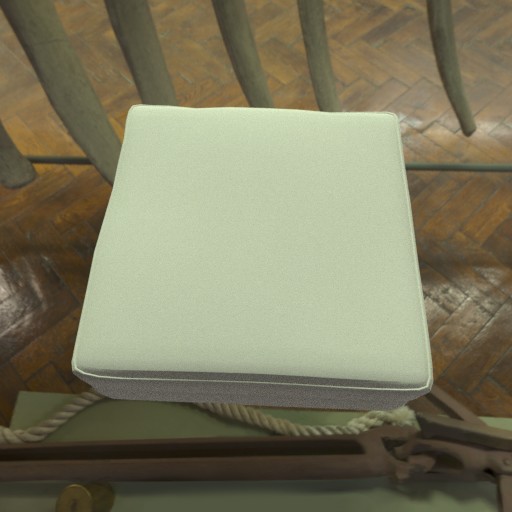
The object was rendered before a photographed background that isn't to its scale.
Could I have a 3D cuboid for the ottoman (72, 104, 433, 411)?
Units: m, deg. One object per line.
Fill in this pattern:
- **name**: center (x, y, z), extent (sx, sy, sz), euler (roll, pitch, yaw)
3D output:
- **ottoman**: center (0.000, 0.000, 1.327), extent (0.838, 0.479, 0.838), euler (2, 63, 1)
